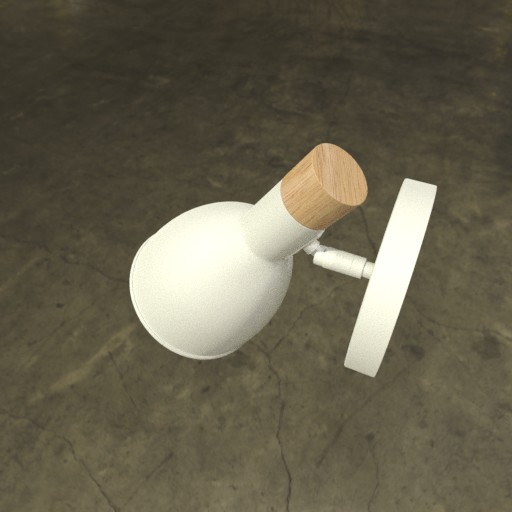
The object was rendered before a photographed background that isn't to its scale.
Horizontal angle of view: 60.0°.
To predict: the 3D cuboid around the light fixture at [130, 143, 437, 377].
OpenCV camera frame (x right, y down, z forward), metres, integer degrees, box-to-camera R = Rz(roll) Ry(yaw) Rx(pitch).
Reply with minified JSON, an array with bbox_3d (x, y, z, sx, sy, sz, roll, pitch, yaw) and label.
[{"bbox_3d":[0.000,0.000,0.327,0.209,0.199,0.127,18,48,17],"label":"light fixture"}]
